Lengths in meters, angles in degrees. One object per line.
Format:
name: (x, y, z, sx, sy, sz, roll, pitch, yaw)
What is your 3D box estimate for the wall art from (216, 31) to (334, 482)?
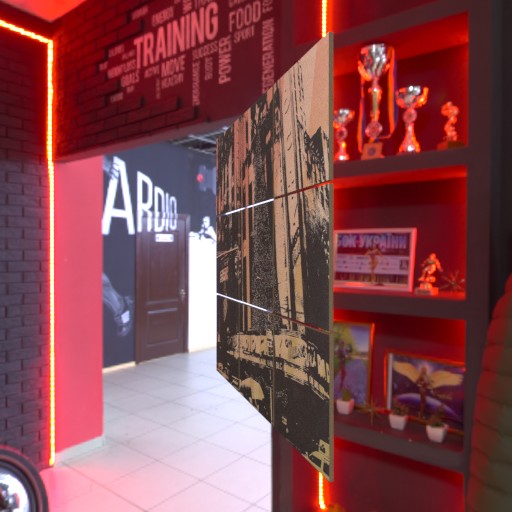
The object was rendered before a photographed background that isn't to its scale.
wall art: (0.000, 0.000, 2.214, 0.017, 1.521, 1.527, 0, 0, -20)
